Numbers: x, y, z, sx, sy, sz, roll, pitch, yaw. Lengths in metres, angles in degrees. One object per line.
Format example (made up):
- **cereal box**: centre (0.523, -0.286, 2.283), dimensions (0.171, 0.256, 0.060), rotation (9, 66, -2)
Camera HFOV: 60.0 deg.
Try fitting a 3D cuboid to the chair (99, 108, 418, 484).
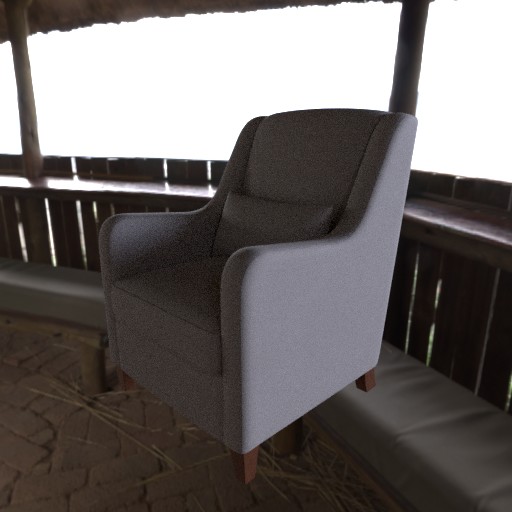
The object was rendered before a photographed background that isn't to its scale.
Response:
- **chair**: centre (0.000, 0.000, 1.564), dimensions (0.715, 1.010, 0.863), rotation (15, 22, 42)
